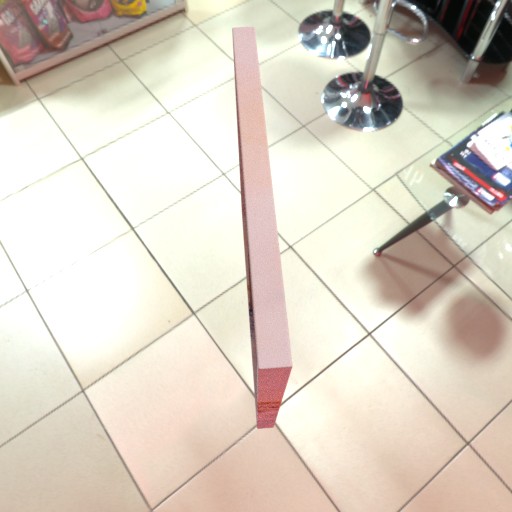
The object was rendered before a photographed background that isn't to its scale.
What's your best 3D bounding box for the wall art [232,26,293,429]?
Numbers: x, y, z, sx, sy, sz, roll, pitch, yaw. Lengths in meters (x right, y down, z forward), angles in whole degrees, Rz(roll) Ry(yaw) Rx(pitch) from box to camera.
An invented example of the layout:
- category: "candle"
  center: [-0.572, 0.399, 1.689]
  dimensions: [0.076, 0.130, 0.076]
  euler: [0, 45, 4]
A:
- category: "wall art"
  center: [0.000, 0.000, 1.606]
  dimensions: [0.071, 1.061, 1.061]
  euler: [-4, 63, -2]
